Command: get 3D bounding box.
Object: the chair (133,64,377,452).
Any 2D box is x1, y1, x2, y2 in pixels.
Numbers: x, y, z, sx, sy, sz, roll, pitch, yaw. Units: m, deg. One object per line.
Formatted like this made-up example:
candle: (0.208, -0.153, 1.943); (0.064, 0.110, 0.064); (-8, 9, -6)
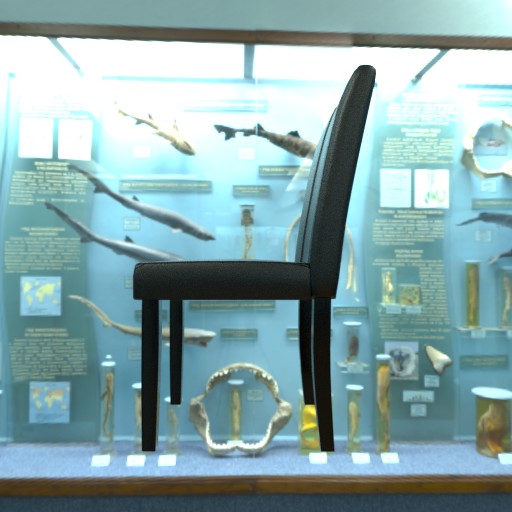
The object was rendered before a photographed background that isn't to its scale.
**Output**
chair: (0.000, 0.000, 1.196); (0.556, 0.897, 0.399); (0, -1, 0)
